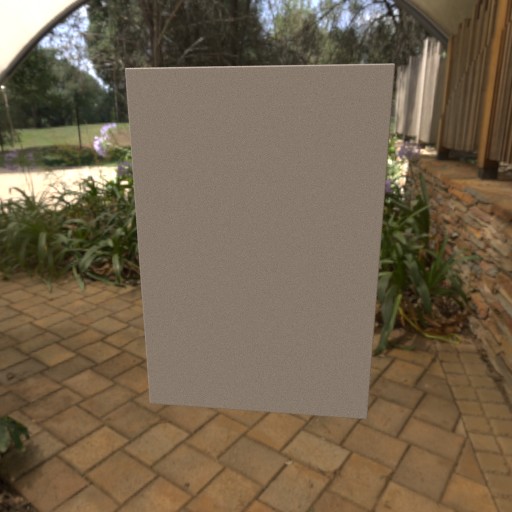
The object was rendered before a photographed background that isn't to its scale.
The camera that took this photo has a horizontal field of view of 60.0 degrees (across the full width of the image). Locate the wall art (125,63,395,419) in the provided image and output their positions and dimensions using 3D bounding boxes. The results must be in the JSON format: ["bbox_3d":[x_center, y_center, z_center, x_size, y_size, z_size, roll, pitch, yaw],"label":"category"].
[{"bbox_3d":[0.000,0.000,1.027,0.556,0.813,0.026,2,16,7],"label":"wall art"}]
